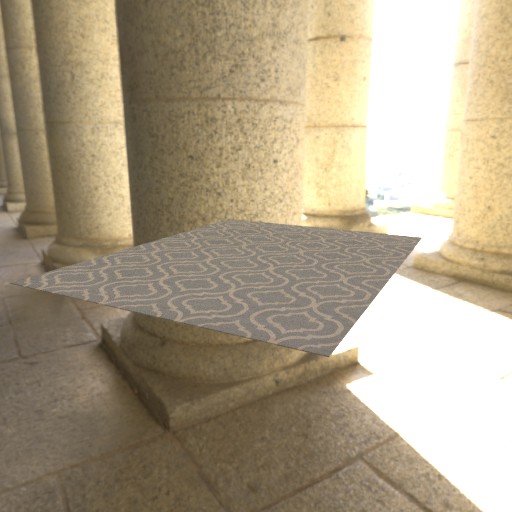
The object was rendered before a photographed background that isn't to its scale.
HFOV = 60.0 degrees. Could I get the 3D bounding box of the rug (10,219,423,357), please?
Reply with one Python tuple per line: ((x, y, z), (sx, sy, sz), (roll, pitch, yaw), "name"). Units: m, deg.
((0.000, 0.000, 3.758), (2.283, 0.006, 2.892), (8, 16, 27), "rug")
